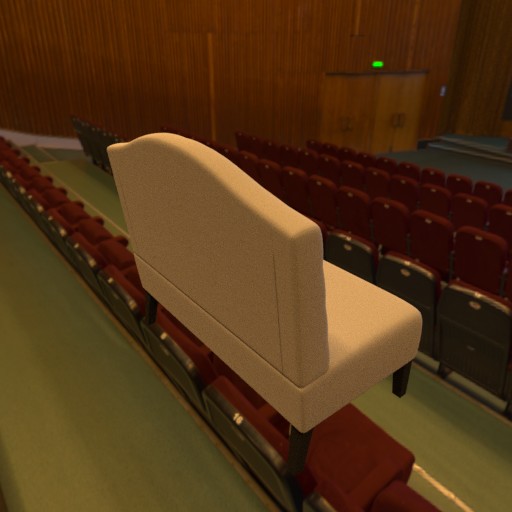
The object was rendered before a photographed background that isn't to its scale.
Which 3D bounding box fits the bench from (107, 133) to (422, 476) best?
[{"bbox_3d":[0.000,0.000,2.060,0.815,1.180,1.335,-19,33,-33],"label":"bench"}]
